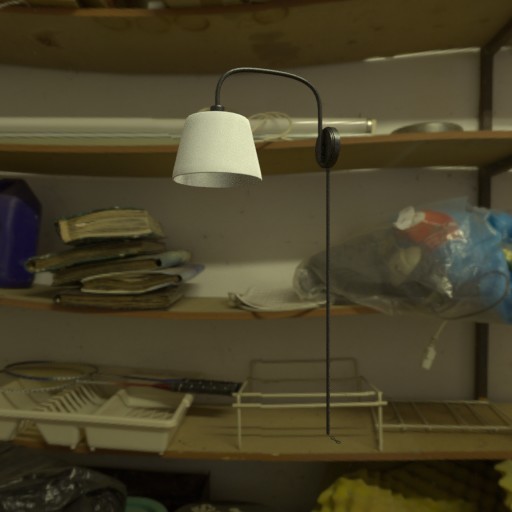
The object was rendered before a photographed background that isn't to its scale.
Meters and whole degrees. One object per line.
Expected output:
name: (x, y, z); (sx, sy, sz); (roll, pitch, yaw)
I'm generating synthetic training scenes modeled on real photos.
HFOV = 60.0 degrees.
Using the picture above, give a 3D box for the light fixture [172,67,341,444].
light fixture: (0.000, 0.000, 0.470); (0.176, 0.399, 0.092); (0, 0, -18)
